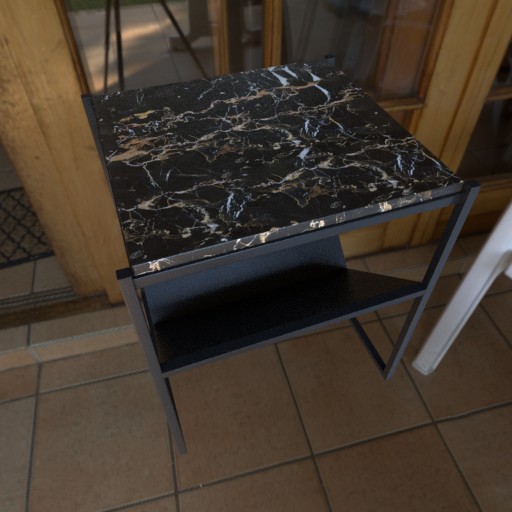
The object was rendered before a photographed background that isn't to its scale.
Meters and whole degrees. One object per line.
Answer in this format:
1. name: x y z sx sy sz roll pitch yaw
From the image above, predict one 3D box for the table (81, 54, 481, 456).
1. table: 0.000 0.000 0.855 0.469 0.534 0.432 -15 49 -14
